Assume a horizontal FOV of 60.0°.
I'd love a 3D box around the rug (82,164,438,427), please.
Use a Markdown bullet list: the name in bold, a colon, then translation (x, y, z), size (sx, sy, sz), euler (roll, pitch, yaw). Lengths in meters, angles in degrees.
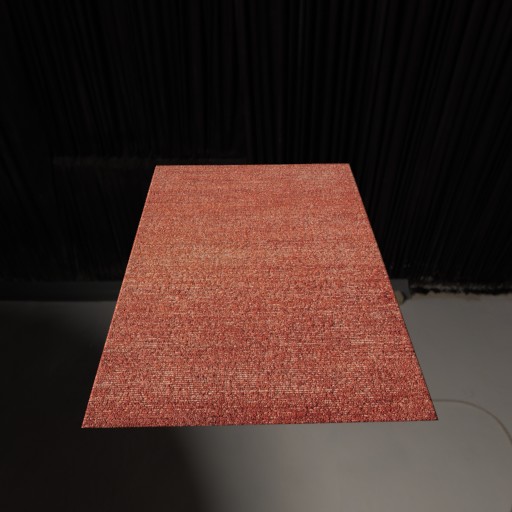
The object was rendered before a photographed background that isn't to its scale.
- **rug**: translation (0.000, 0.000, 4.951), size (2.803, 0.025, 3.965), euler (-1, 42, -1)
